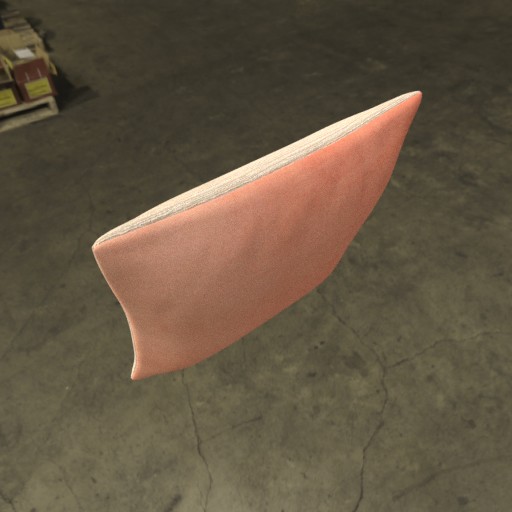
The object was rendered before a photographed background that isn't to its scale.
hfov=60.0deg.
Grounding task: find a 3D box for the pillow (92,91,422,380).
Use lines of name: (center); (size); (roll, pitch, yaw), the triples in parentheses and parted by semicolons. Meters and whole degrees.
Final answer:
pillow: (0.000, 0.000, 0.623); (0.424, 0.401, 0.177); (-30, 54, -25)
